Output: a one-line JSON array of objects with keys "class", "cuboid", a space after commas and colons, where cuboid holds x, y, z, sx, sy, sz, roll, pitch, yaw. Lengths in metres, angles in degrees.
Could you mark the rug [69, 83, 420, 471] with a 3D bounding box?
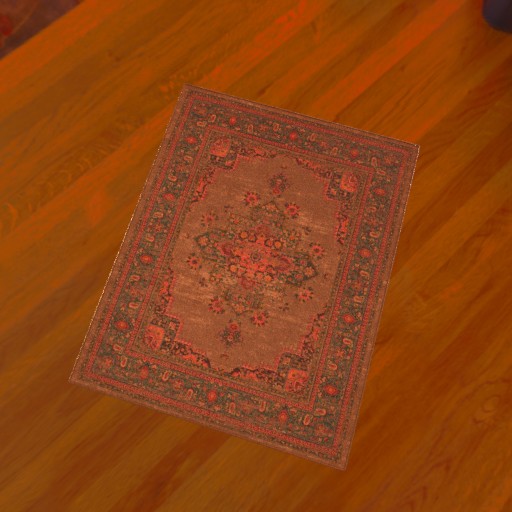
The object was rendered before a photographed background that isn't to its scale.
[{"class": "rug", "cuboid": [0.000, 0.000, 4.058, 2.434, 0.013, 3.057, 16, 76, 4]}]
